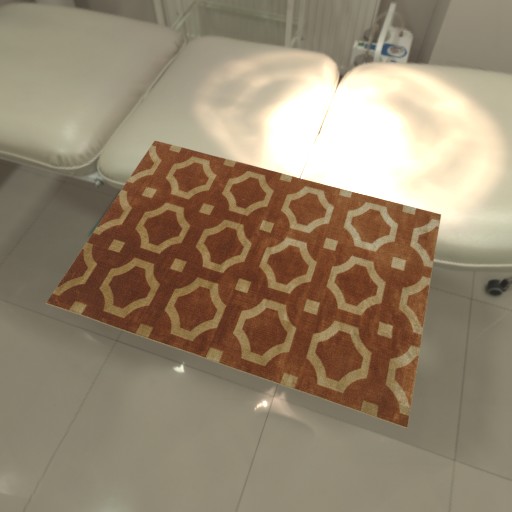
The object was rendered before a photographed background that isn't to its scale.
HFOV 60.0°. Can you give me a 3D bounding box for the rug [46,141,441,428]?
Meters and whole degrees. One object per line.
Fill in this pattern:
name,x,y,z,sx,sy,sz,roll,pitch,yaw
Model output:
rug,0.000,0.000,3.000,2.286,0.016,1.555,16,59,10
